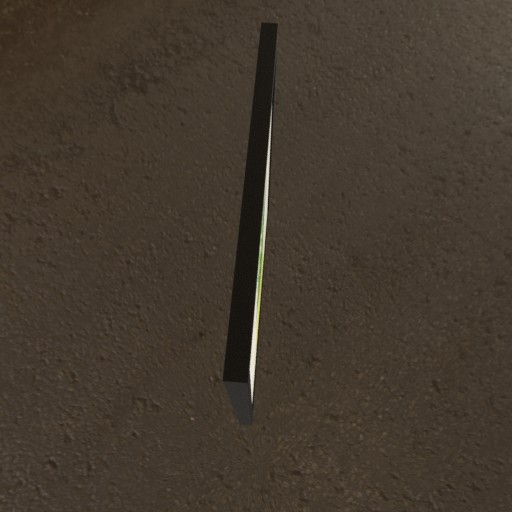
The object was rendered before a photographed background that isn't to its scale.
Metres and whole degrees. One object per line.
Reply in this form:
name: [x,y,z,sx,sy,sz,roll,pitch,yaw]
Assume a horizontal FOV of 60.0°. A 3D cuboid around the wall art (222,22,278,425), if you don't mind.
wall art: [0.000,0.000,1.143,0.037,0.760,0.762,4,65,2]
